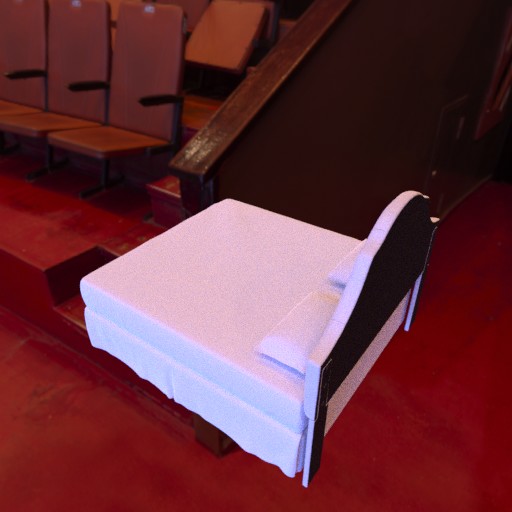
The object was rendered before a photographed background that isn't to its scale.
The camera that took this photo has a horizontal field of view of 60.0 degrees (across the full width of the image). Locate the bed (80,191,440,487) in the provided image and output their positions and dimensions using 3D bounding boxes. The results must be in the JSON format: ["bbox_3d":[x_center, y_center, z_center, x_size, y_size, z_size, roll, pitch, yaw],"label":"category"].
[{"bbox_3d":[0.000,0.000,3.559,2.214,1.615,2.008,21,38,30],"label":"bed"}]
